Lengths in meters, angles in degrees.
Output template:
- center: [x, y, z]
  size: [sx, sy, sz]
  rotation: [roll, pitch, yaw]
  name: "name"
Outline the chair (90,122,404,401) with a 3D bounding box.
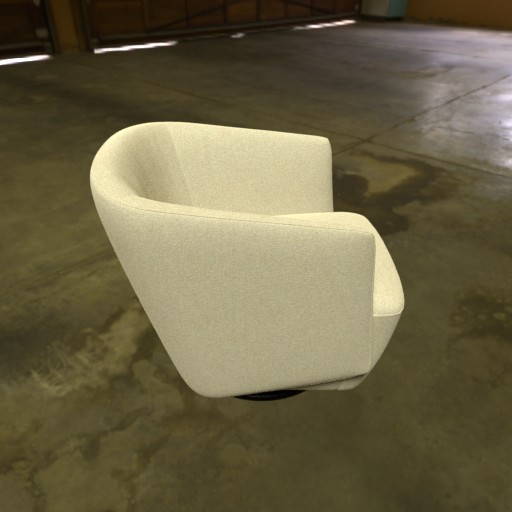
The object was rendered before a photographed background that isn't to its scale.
- center: [0.000, 0.000, 1.642]
  size: [0.986, 0.861, 0.822]
  rotation: [-1, 33, -1]
  name: "chair"
